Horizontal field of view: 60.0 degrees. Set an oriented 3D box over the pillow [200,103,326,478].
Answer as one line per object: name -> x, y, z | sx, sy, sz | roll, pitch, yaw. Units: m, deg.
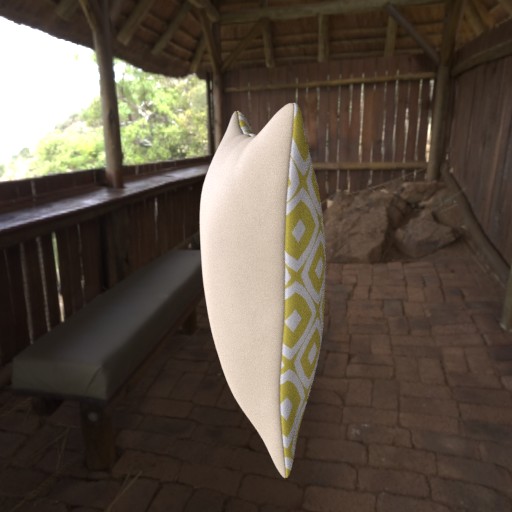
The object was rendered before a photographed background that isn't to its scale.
pillow -> 0.000, 0.000, 0.778 | 0.188, 0.494, 0.504 | -3, 17, -9
